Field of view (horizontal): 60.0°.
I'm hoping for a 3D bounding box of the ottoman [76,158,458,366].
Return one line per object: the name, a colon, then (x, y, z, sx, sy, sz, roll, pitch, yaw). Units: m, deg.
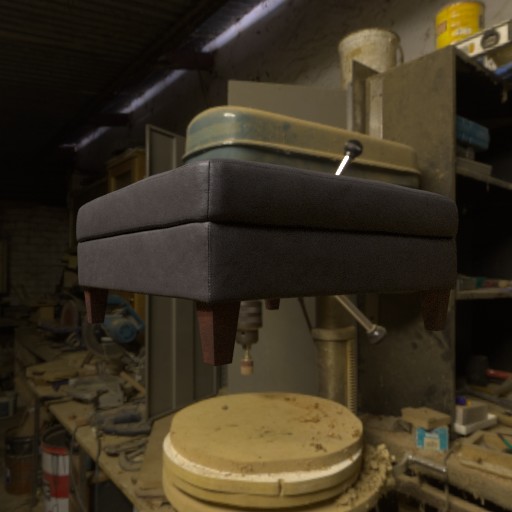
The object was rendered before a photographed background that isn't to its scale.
ottoman: (0.000, 0.000, 1.315, 0.836, 0.415, 0.844, 1, -2, -37)
